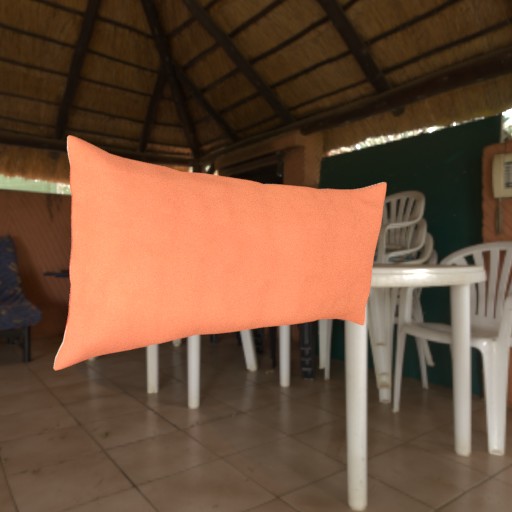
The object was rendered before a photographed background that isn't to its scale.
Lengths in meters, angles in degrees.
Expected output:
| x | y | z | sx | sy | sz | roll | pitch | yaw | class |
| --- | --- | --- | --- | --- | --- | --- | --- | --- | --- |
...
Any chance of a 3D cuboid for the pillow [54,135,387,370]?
| x | y | z | sx | sy | sz | roll | pitch | yaw | class |
| --- | --- | --- | --- | --- | --- | --- | --- | --- | --- |
| 0.000 | 0.000 | 0.725 | 0.608 | 0.292 | 0.156 | 0 | 0 | -38 | pillow |
